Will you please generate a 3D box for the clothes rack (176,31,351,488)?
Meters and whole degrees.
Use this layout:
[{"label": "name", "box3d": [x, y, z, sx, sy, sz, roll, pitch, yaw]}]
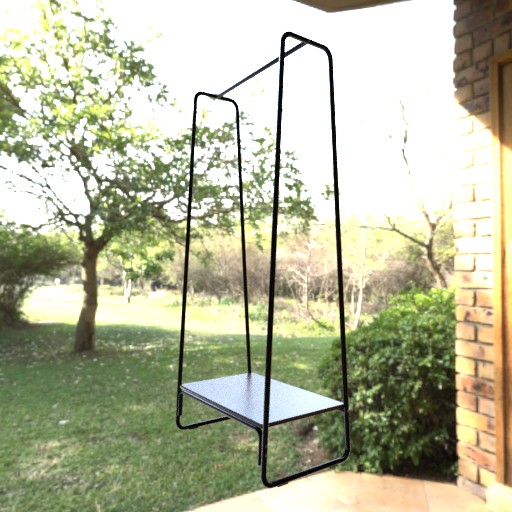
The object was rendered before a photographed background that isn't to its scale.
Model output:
[{"label": "clothes rack", "box3d": [0.000, 0.000, 1.774, 0.400, 1.500, 0.640, 1, -2, -35]}]
